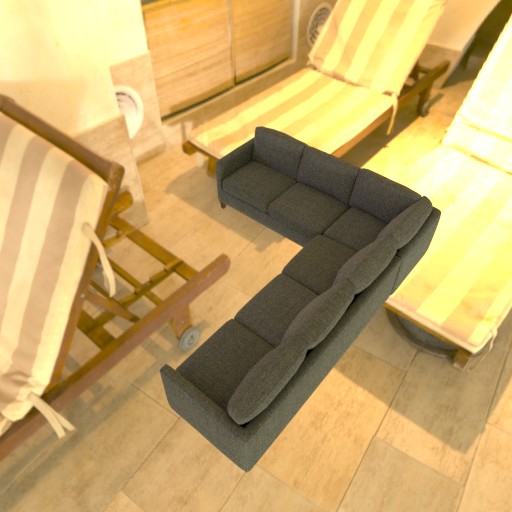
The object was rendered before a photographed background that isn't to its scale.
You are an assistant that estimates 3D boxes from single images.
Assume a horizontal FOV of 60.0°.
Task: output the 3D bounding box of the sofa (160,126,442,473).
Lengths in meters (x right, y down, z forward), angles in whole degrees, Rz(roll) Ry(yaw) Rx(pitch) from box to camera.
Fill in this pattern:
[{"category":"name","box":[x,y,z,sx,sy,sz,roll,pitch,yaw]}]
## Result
[{"category":"sofa","box":[0.000,0.000,4.669,2.593,0.947,3.302,31,53,27]}]
